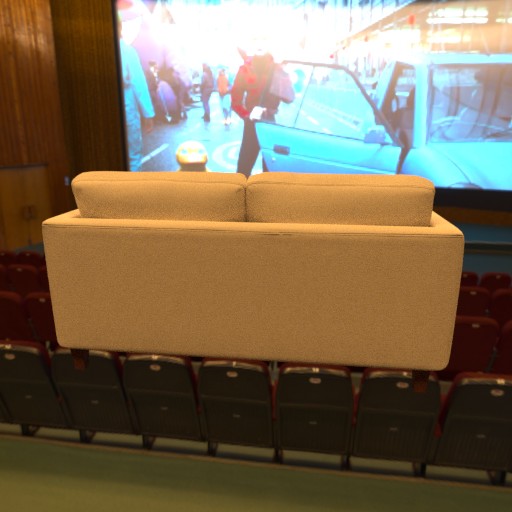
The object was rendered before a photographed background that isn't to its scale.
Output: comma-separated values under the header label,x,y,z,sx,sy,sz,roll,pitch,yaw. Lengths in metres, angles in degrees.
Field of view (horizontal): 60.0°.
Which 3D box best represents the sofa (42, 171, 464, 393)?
label,x,y,z,sx,sy,sz,roll,pitch,yaw
sofa,0.000,0.000,2.237,1.702,0.888,0.964,2,16,7
